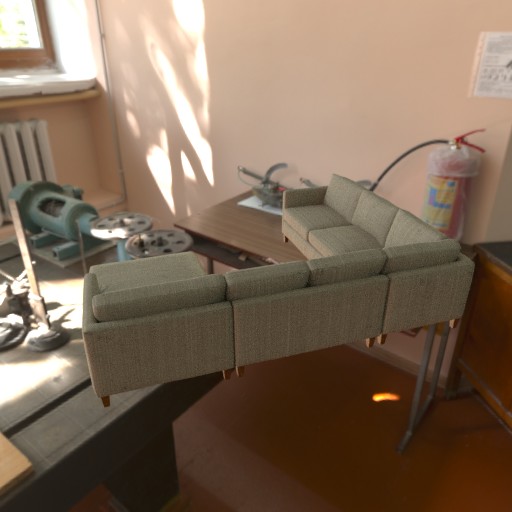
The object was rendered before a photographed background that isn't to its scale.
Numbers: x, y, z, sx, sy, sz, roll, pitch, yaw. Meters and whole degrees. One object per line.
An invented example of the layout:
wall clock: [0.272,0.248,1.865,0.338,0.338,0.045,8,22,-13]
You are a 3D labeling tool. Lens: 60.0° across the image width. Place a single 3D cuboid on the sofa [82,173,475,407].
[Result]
sofa: [0.000,0.000,4.787,3.460,0.961,2.594,-8,28,-16]
